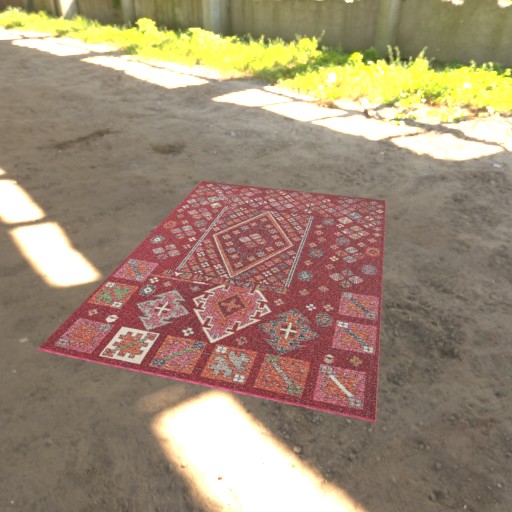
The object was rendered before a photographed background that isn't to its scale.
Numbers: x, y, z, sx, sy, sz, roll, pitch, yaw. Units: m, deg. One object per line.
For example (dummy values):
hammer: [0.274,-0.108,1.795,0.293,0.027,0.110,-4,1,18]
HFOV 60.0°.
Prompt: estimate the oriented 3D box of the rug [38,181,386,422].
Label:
rug: [0.000,0.000,4.292,2.389,0.011,3.306,8,33,13]
